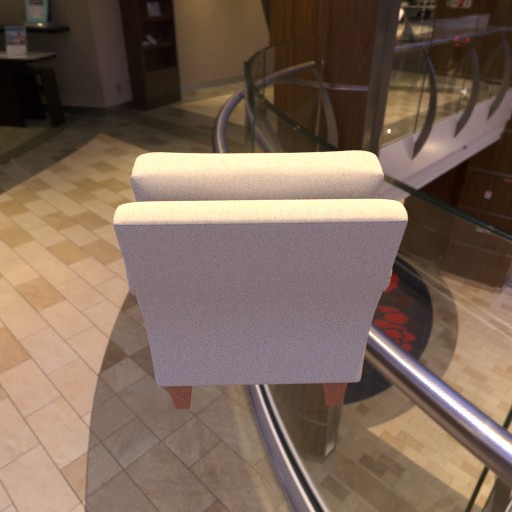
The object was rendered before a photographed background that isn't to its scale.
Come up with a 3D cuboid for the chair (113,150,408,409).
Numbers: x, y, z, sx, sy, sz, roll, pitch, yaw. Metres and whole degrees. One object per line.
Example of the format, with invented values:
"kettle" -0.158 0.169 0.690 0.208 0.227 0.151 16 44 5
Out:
"chair" 0.000 0.000 1.908 0.895 1.076 1.078 -1 31 -1
